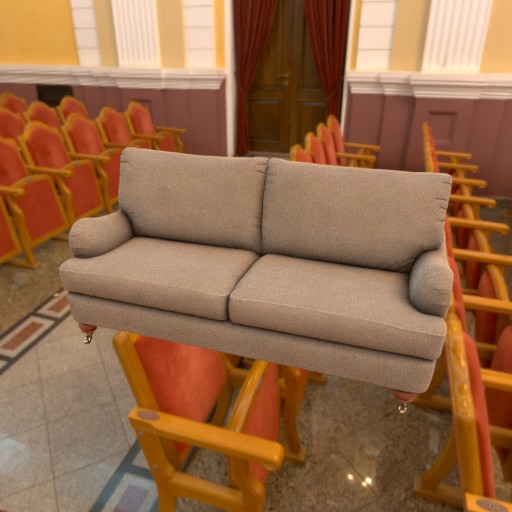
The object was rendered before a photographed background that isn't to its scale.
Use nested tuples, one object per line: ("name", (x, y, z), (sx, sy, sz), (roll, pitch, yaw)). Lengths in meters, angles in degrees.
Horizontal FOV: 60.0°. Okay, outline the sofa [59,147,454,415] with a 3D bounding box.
("sofa", (0.000, 0.000, 2.740), (2.193, 1.096, 1.069), (8, 27, 16))
